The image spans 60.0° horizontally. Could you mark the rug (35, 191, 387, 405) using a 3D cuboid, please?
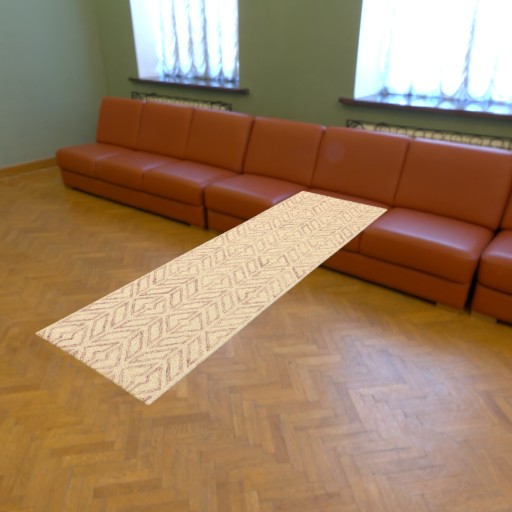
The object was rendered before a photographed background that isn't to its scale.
[{"bbox_3d":[0.000,0.000,2.716,0.750,0.009,2.435,18,32,31],"label":"rug"}]
